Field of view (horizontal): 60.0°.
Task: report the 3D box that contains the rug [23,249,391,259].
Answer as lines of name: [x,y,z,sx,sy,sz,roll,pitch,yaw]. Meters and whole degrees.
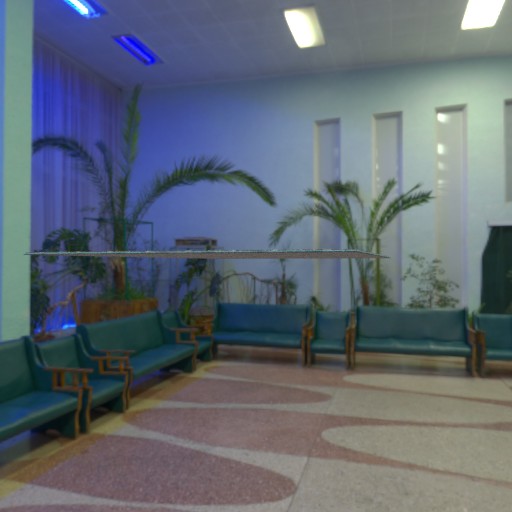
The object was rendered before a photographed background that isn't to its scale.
rug: [0.000,0.000,2.884,1.567,0.014,2.207,0,-1,20]
